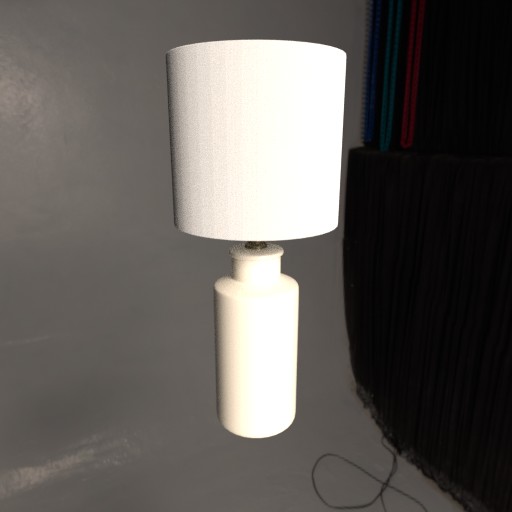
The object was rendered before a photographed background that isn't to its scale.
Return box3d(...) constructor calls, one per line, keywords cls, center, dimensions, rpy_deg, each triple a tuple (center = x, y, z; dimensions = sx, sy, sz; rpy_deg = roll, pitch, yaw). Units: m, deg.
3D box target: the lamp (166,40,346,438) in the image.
box3d(cls="lamp", center=(0.000, 0.000, 0.596), dimensions=(0.212, 0.493, 0.212), rpy_deg=(-8, 18, -27))
